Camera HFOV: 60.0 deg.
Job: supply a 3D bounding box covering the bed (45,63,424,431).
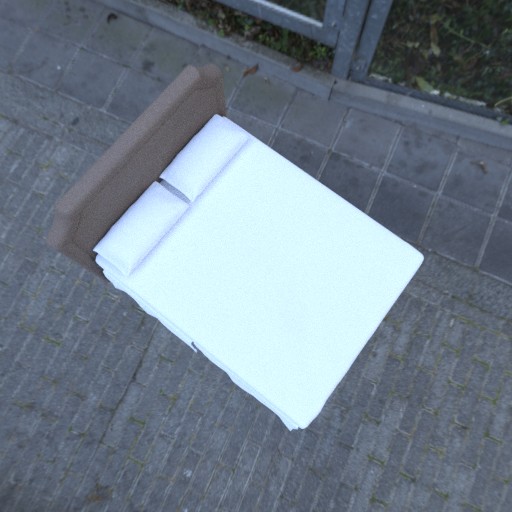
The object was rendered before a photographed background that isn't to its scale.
[{"bbox_3d":[0.000,0.000,3.231,2.116,1.290,1.693,37,78,9],"label":"bed"}]
